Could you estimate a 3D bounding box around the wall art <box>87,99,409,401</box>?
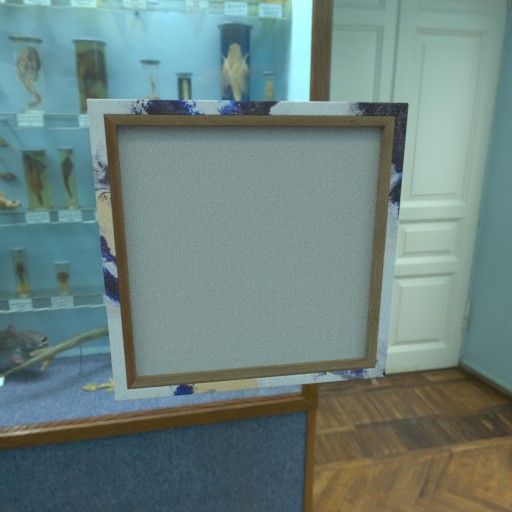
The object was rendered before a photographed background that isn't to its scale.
[{"bbox_3d":[0.000,0.000,1.340,0.887,0.885,0.038,-2,16,-9],"label":"wall art"}]
